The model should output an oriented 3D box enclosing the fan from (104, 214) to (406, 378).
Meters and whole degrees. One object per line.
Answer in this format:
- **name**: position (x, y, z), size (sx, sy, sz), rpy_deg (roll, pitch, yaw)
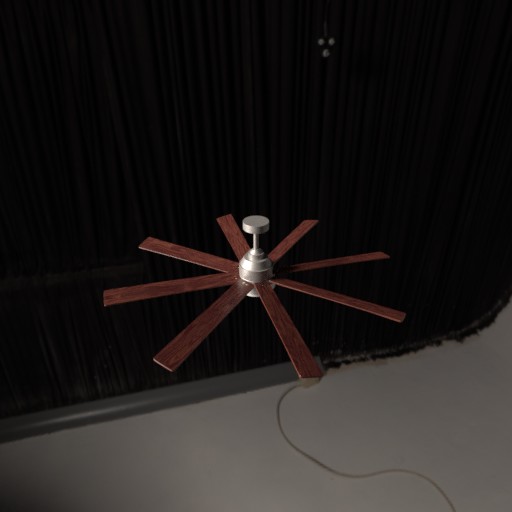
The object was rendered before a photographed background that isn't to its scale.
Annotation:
- **fan**: position (0.000, 0.000, 2.716), size (1.830, 0.472, 1.830), rpy_deg (-8, 31, -14)
